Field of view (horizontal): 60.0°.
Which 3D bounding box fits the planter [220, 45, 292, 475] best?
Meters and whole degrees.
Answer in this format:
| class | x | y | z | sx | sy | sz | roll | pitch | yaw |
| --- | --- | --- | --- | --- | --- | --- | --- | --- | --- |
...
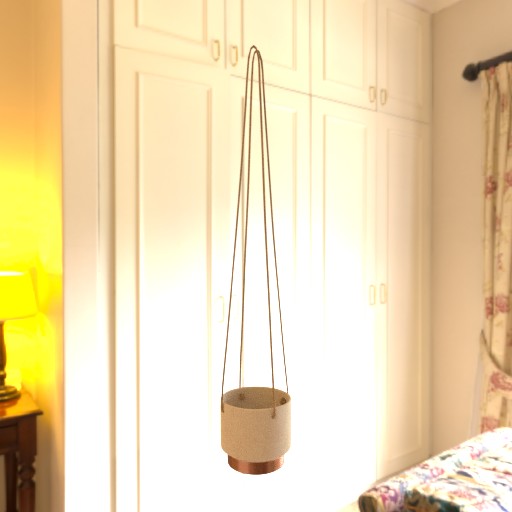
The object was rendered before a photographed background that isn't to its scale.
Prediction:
| class | x | y | z | sx | sy | sz | roll | pitch | yaw |
| --- | --- | --- | --- | --- | --- | --- | --- | --- | --- |
| planter | 0.000 | 0.000 | 0.902 | 0.146 | 0.841 | 0.146 | 0 | 1 | 18 |
